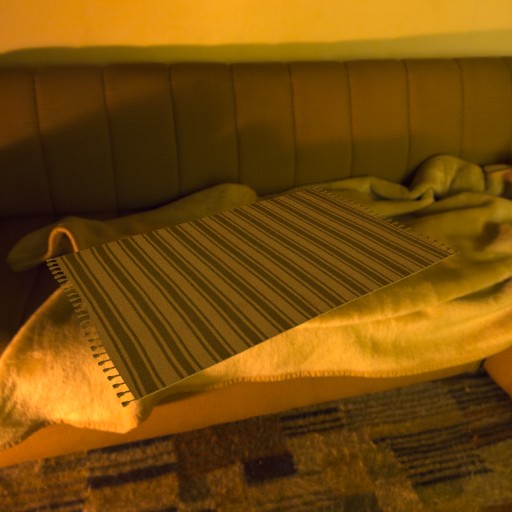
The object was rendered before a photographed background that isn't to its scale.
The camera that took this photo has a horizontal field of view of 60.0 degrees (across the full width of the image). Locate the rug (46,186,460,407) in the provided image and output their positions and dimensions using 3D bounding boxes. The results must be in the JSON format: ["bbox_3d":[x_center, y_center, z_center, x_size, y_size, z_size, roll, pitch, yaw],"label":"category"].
[{"bbox_3d":[0.000,0.000,2.339,1.875,0.013,1.162,-19,35,-29],"label":"rug"}]
